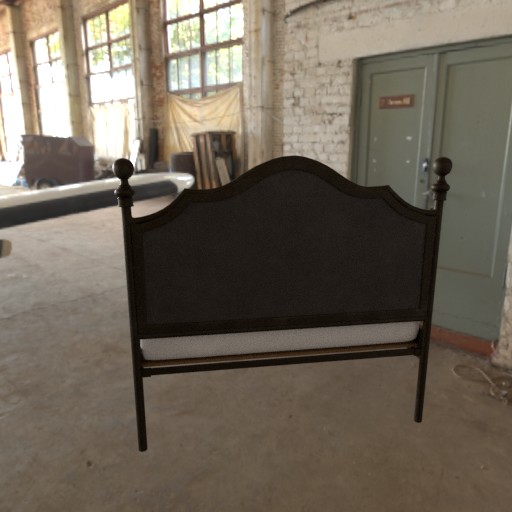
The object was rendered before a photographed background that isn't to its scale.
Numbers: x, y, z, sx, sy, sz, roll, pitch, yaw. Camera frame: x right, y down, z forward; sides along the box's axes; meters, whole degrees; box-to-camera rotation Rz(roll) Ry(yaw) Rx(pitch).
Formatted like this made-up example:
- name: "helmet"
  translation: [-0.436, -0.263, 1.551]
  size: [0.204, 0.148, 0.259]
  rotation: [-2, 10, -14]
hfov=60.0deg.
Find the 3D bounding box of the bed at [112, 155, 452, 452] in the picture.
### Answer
- name: "bed"
  translation: [0.000, 0.000, 3.291]
  size: [1.642, 1.499, 2.224]
  rotation: [-2, 14, -9]
